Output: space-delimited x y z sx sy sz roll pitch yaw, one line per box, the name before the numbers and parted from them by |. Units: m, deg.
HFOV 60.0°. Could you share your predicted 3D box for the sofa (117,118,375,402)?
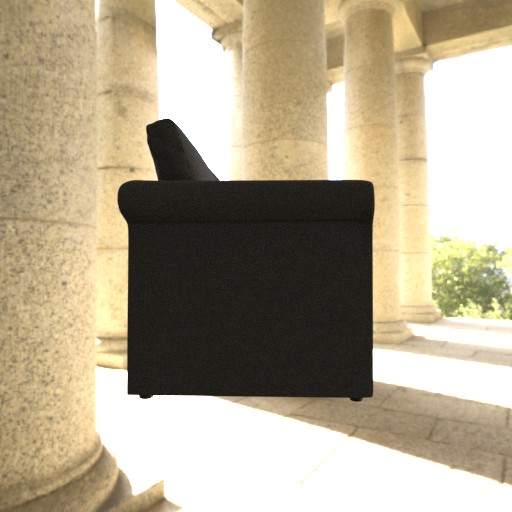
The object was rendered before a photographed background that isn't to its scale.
sofa | 0.000 0.000 1.980 0.741 0.872 1.460 0 -1 2
